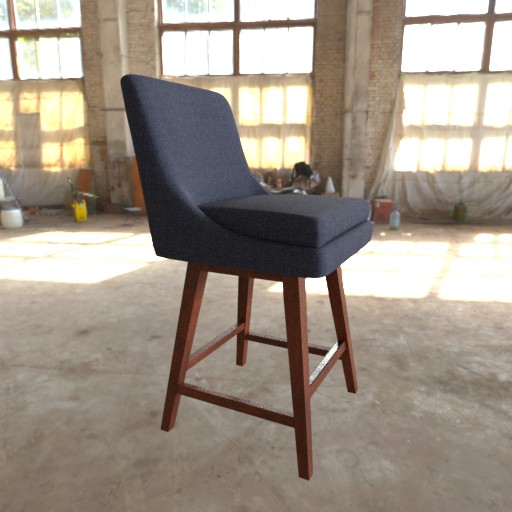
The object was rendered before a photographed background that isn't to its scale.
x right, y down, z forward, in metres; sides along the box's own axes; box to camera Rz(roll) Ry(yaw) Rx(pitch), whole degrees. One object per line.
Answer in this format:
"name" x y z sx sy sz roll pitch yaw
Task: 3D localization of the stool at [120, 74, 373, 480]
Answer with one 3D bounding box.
"stool" 0.000 0.000 1.182 0.524 0.895 0.467 7 15 26
